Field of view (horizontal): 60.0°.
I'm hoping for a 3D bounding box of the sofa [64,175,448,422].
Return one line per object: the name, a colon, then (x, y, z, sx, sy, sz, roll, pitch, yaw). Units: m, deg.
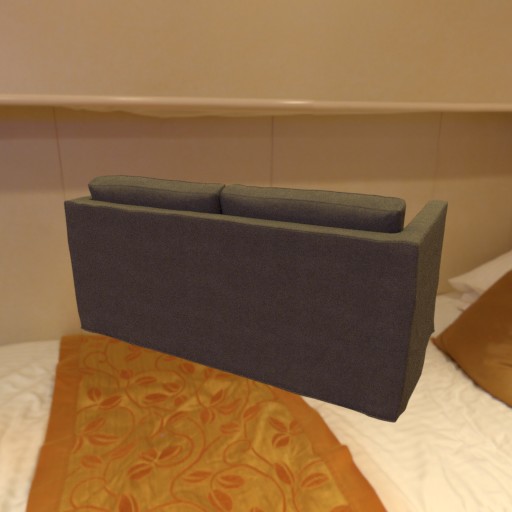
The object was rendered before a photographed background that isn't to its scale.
sofa: (0.000, 0.000, 2.381, 1.802, 0.854, 0.974, 9, 19, 27)
